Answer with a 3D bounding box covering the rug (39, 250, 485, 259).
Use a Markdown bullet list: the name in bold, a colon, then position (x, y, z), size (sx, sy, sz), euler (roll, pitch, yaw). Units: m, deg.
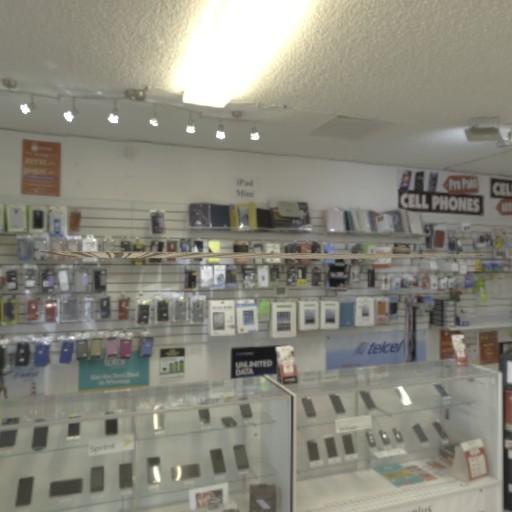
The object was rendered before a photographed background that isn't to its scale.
- **rug**: position (0.000, 0.000, 2.536), size (2.096, 0.011, 1.229), euler (0, -1, -17)
